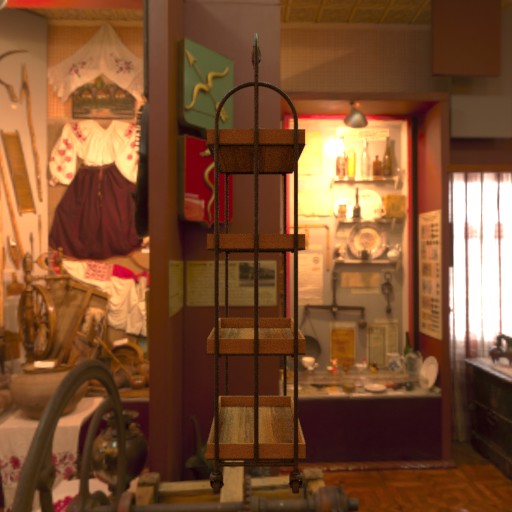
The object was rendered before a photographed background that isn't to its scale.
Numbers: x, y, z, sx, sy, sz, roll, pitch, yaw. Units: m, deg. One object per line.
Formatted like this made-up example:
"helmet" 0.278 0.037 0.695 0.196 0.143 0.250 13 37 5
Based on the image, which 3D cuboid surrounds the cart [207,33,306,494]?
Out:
"cart" 0.000 0.000 1.638 0.308 1.481 0.581 0 0 0
